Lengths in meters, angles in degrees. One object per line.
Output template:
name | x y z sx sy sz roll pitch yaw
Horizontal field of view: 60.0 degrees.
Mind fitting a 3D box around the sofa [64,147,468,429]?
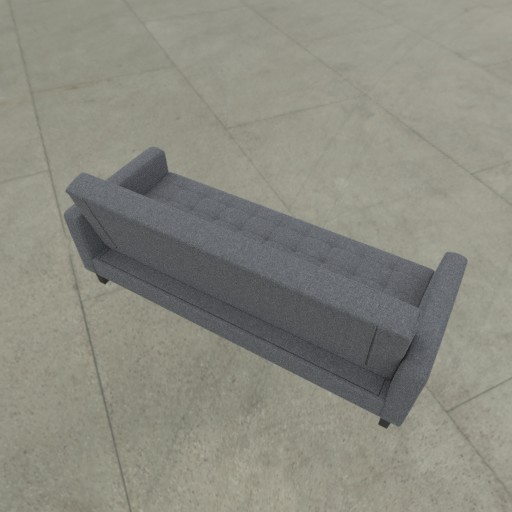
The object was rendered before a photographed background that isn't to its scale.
sofa | 0.000 0.000 2.456 2.040 0.850 0.810 23 51 20
